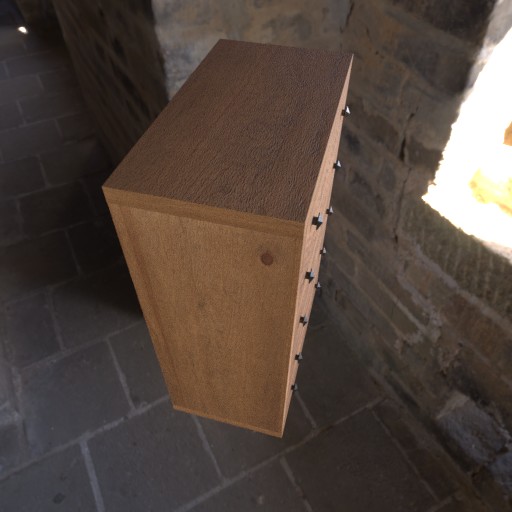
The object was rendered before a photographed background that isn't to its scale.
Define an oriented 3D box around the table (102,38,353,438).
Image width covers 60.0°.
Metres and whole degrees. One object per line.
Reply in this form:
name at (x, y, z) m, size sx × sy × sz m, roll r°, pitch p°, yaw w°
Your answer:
table at (0.000, 0.000, 1.785) m, size 0.524 × 1.294 × 0.901 m, roll 11°, pitch 49°, yaw 10°
